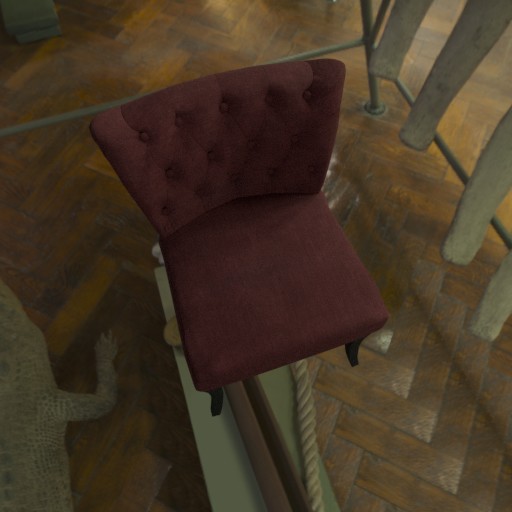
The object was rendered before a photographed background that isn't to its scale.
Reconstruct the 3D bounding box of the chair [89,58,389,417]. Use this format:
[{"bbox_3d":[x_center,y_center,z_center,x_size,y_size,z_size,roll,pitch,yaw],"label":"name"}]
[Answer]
[{"bbox_3d":[0.000,0.000,1.187,0.582,0.750,0.605,-17,64,-8],"label":"chair"}]
